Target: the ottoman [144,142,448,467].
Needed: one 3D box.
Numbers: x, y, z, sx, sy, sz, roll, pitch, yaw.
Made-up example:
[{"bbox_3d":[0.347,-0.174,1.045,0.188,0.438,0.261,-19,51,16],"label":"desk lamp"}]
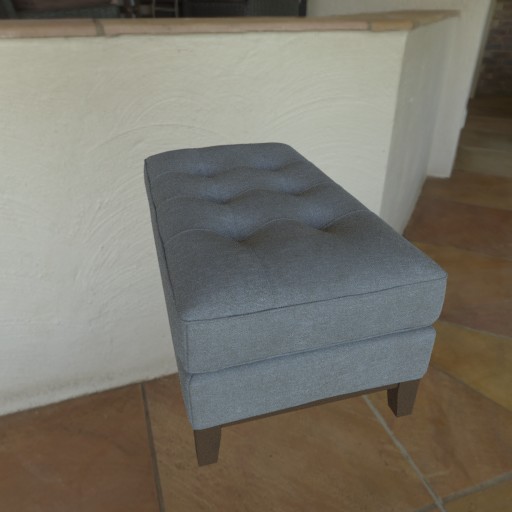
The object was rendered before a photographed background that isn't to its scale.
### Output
[{"bbox_3d":[0.000,0.000,1.491,0.648,0.514,1.143,-8,31,-14],"label":"ottoman"}]
